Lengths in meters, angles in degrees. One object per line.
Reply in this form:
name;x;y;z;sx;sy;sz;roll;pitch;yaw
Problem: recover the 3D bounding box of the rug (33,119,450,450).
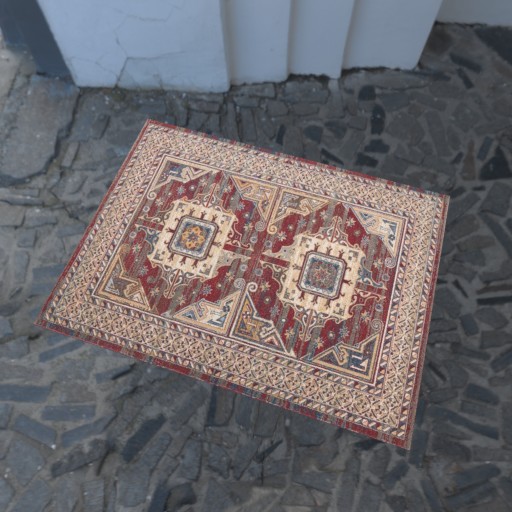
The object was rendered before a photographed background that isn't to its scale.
rug;0.000;0.000;4.033;3.197;0.013;2.381;16;65;8
